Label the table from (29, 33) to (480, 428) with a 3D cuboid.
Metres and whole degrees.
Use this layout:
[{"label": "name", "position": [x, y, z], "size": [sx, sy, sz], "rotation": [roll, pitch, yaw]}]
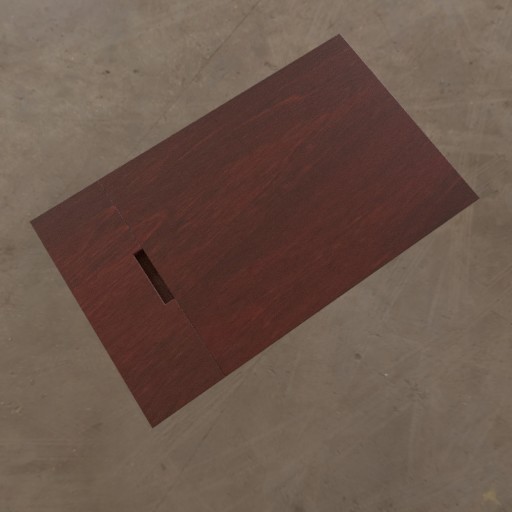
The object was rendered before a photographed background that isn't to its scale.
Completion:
[{"label": "table", "position": [0.000, 0.000, 0.969], "size": [0.584, 0.612, 0.356], "rotation": [-34, 79, -7]}]
